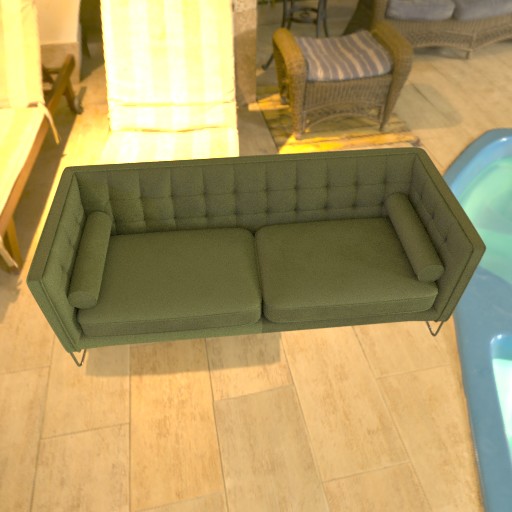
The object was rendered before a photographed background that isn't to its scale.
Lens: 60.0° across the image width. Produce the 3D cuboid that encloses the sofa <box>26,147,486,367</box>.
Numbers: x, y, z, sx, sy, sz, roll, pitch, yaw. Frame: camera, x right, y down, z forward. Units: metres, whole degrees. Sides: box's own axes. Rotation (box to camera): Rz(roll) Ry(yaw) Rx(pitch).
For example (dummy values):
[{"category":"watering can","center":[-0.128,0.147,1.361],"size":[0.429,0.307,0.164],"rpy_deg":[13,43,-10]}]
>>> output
[{"category":"sofa","center":[0.000,0.000,2.512],"size":[2.087,0.789,0.867],"rpy_deg":[-4,47,-4]}]
